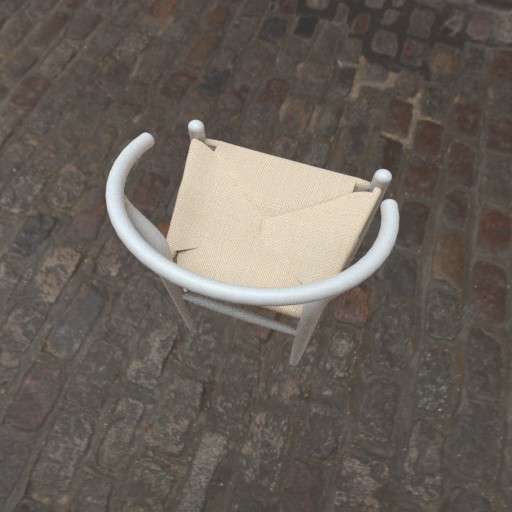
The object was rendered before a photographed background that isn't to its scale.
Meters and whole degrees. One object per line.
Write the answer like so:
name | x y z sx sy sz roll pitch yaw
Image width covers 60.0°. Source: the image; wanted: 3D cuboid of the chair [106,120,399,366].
chair | 0.000 0.000 1.085 0.533 0.736 0.500 17 65 8
